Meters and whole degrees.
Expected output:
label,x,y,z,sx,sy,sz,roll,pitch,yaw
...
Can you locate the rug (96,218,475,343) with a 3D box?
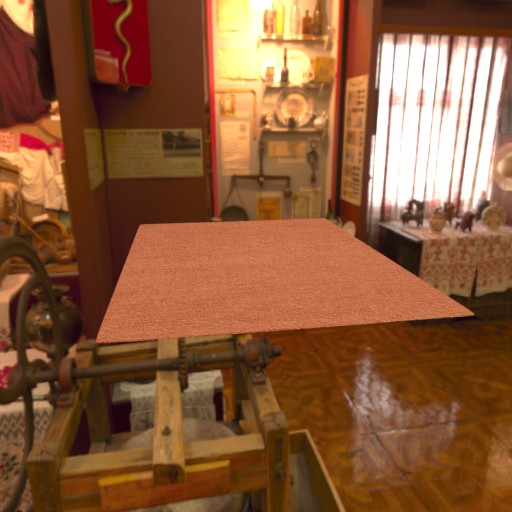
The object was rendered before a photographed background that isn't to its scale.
label,x,y,z,sx,sy,sz,roll,pitch,yaw
rug,0.000,0.000,2.795,1.594,0.009,2.112,-3,17,-9
